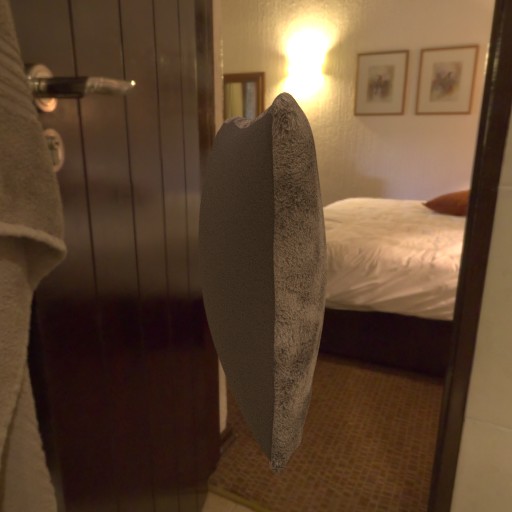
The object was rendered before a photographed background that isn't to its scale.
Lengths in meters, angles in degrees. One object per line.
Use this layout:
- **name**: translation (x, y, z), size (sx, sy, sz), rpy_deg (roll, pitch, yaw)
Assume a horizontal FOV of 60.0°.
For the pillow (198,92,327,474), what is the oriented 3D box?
- **pillow**: translation (0.000, 0.000, 0.805), size (0.204, 0.520, 0.522), rpy_deg (-3, 16, -11)
